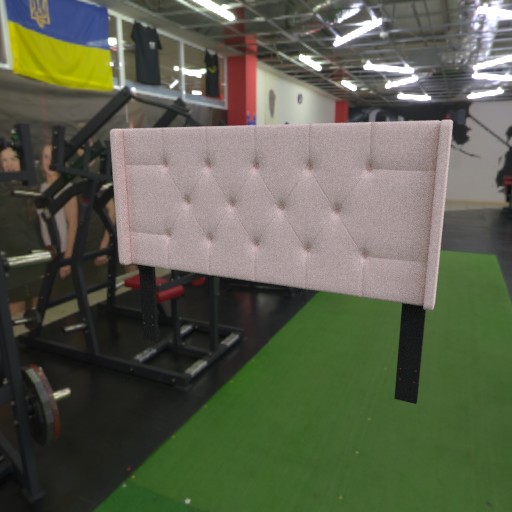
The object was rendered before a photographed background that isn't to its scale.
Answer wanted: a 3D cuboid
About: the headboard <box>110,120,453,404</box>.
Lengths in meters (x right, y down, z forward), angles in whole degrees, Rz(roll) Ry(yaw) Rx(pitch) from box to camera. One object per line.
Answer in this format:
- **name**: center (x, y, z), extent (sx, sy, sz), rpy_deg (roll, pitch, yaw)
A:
- **headboard**: center (0.000, 0.000, 2.691), extent (2.051, 1.524, 0.184), rpy_deg (7, 15, 26)
